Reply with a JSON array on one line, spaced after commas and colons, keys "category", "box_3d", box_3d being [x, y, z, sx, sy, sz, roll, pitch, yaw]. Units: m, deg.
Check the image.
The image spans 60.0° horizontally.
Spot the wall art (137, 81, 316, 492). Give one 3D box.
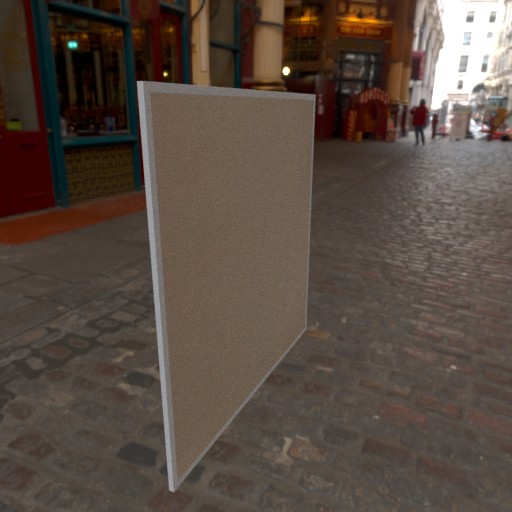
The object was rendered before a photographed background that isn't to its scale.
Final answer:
[{"category": "wall art", "box_3d": [0.000, 0.000, 0.651, 0.007, 0.456, 0.456, 9, 20, 25]}]
